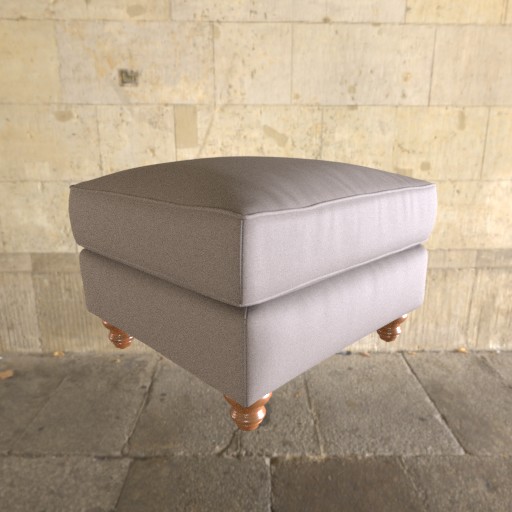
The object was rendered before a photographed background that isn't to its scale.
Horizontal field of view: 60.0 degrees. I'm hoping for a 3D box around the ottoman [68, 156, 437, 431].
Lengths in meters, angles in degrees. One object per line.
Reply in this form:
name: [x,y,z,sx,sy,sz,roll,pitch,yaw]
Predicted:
ottoman: [0.000,0.000,1.156,0.662,0.505,0.721,15,21,43]
